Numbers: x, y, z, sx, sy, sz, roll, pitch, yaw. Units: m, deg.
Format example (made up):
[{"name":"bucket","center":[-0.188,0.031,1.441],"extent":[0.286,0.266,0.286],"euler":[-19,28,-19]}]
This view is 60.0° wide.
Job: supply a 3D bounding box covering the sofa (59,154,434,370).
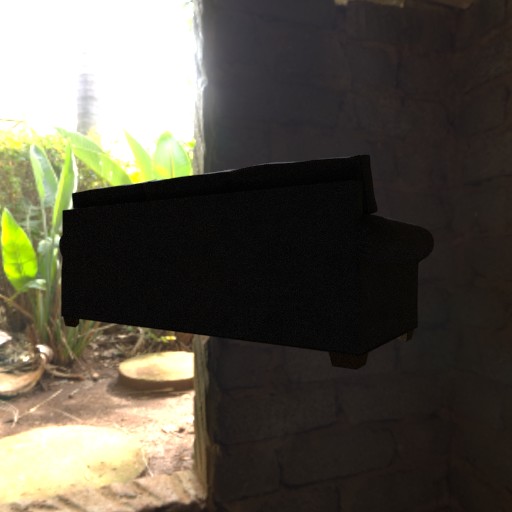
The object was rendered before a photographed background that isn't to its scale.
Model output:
[{"name":"sofa","center":[0.000,0.000,3.414],"extent":[2.567,1.063,1.780],"euler":[0,0,34]}]
